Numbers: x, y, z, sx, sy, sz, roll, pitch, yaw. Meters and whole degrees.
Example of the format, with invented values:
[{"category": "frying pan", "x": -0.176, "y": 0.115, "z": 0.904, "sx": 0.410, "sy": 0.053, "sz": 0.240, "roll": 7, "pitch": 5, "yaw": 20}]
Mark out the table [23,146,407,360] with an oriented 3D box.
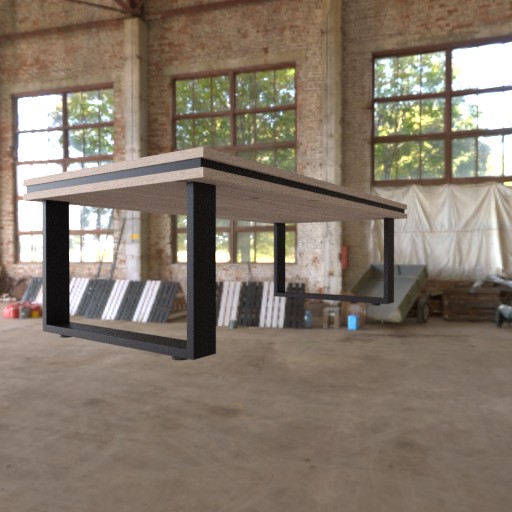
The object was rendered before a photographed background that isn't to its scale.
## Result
[{"category": "table", "x": 0.000, "y": 0.000, "z": 1.635, "sx": 0.700, "sy": 0.450, "sz": 1.350, "roll": 0, "pitch": 1, "yaw": 35}]
